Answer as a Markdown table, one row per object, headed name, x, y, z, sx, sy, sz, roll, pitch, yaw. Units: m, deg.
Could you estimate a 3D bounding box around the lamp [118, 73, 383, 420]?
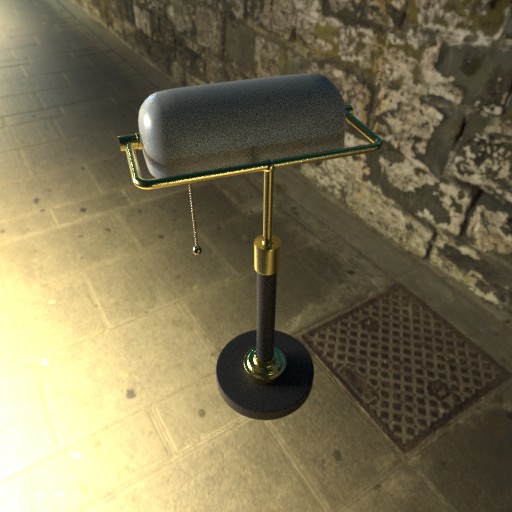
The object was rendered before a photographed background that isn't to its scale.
| name | x | y | z | sx | sy | sz | roll | pitch | yaw |
| --- | --- | --- | --- | --- | --- | --- | --- | --- | --- |
| lamp | 0.000 | 0.000 | 0.560 | 0.269 | 0.404 | 0.227 | -12 | 42 | -14 |
